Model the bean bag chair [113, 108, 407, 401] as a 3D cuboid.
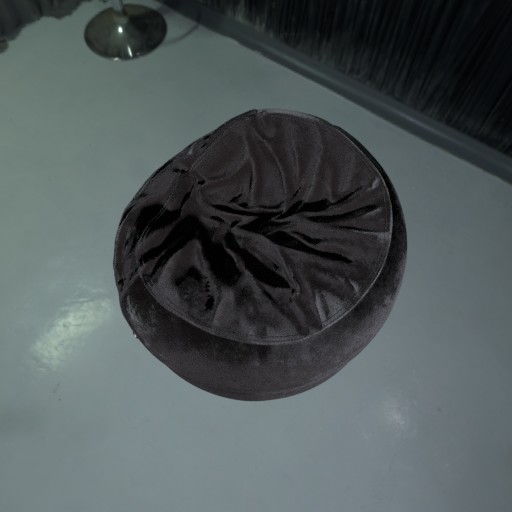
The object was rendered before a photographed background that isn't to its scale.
[{"bbox_3d":[0.000,0.000,1.489,0.918,0.605,0.918,0,64,0],"label":"bean bag chair"}]
